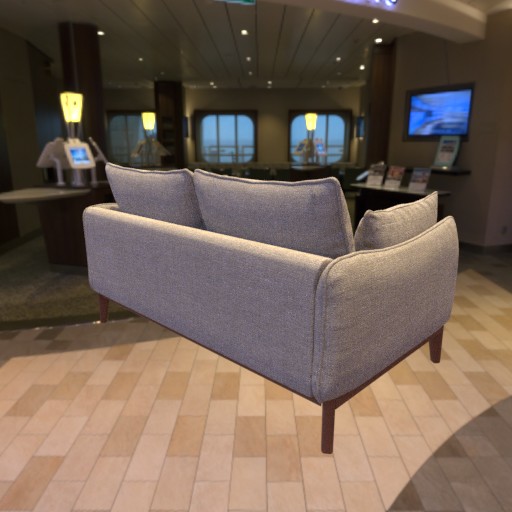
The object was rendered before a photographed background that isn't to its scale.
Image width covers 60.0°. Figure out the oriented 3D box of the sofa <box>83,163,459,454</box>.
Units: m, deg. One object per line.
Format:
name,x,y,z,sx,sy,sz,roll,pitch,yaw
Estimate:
sofa,0.000,0.000,2.078,1.580,0.851,0.972,14,20,43
